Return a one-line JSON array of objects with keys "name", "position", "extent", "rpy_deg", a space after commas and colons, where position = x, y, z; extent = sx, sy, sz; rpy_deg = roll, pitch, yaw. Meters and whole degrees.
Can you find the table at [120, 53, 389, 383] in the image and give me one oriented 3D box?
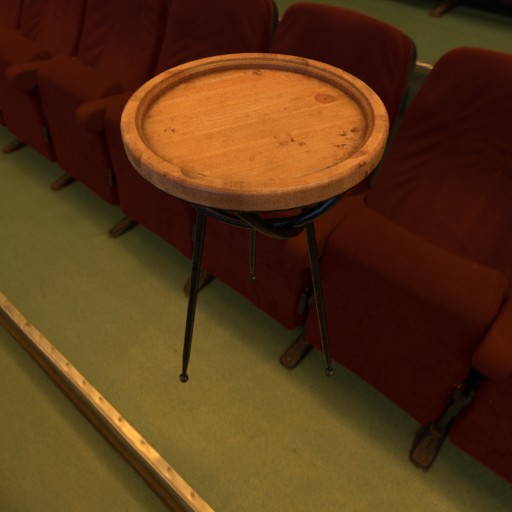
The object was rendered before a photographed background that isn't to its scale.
[{"name": "table", "position": [0.000, 0.000, 0.925], "extent": [0.418, 0.664, 0.414], "rpy_deg": [32, 55, 26]}]
